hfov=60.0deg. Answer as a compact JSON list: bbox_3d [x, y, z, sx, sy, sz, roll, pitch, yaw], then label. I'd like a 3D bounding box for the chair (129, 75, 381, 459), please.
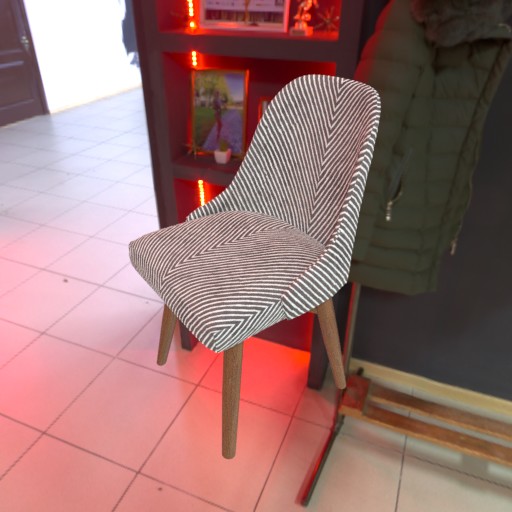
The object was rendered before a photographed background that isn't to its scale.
[{"bbox_3d":[0.000,0.000,1.247,0.591,0.883,0.504,-20,37,-30],"label":"chair"}]
